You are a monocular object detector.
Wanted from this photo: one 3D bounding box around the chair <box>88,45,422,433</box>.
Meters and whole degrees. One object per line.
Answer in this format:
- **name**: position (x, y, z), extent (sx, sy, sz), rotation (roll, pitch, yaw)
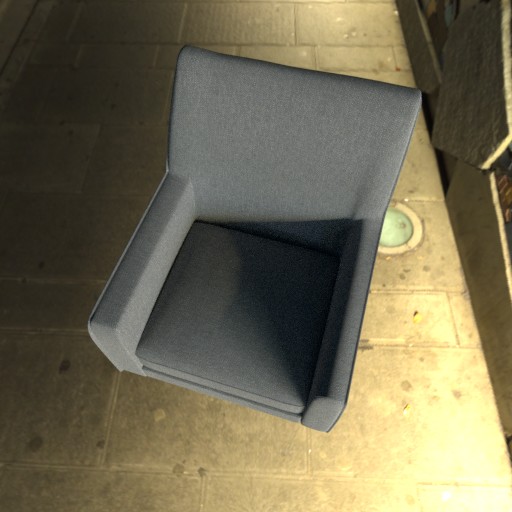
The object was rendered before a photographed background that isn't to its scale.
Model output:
- **chair**: position (0.000, 0.000, 1.529), extent (0.780, 0.919, 0.899), rotation (15, 60, 9)
